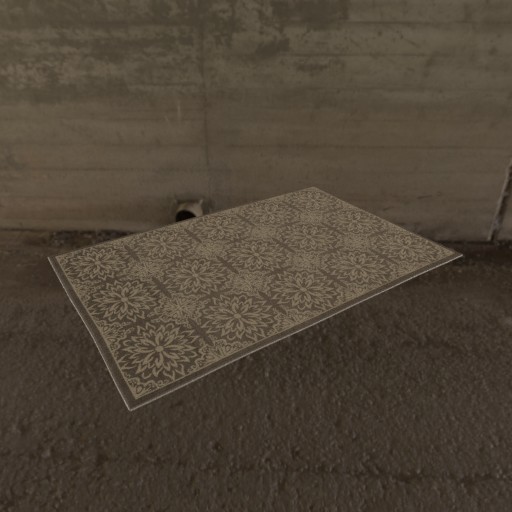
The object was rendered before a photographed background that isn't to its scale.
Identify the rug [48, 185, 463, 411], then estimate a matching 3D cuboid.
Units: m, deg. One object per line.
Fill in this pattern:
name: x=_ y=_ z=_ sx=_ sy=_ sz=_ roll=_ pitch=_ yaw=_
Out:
rug: x=0.000 y=0.000 z=3.515 sx=2.746 sy=0.018 sz=1.819 roll=-19 pitch=35 yaw=-29
